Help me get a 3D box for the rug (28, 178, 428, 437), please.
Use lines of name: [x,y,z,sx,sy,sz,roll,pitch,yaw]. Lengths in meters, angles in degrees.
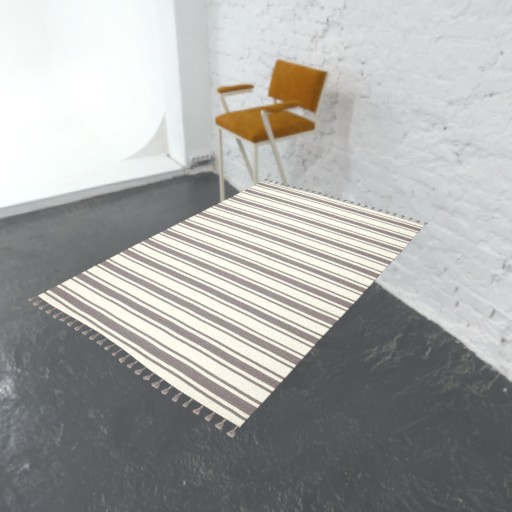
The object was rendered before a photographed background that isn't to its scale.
rug: [0.000,0.000,3.037,1.563,0.014,2.425,21,37,31]
